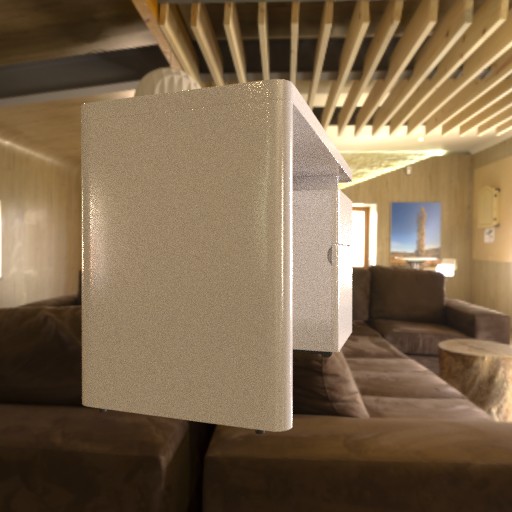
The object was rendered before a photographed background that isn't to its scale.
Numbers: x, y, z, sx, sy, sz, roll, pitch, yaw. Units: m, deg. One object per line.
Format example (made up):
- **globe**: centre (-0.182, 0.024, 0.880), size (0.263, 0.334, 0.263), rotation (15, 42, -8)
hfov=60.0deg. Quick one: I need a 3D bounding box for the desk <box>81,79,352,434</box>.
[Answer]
- **desk**: centre (0.000, 0.000, 1.582), size (0.550, 0.760, 1.200), rotation (0, 1, 19)
